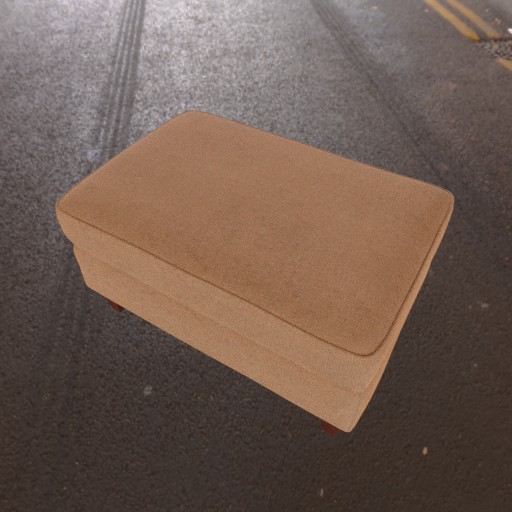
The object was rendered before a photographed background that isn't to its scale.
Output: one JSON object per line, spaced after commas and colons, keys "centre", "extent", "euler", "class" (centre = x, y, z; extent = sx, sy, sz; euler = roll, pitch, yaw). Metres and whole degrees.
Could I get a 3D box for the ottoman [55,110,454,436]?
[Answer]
{"centre": [0.000, 0.000, 1.241], "extent": [0.862, 0.484, 0.583], "euler": [24, 51, 21], "class": "ottoman"}
